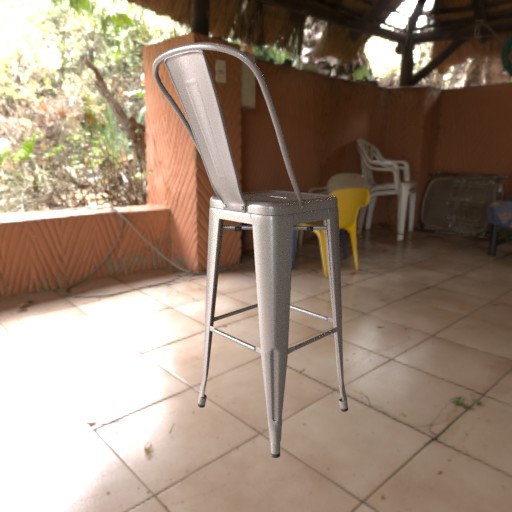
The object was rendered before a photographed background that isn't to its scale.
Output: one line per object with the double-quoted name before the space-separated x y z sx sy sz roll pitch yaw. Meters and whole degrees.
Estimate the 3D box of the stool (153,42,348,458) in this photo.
"stool" 0.000 0.000 1.335 0.513 1.096 0.399 -12 18 -42
